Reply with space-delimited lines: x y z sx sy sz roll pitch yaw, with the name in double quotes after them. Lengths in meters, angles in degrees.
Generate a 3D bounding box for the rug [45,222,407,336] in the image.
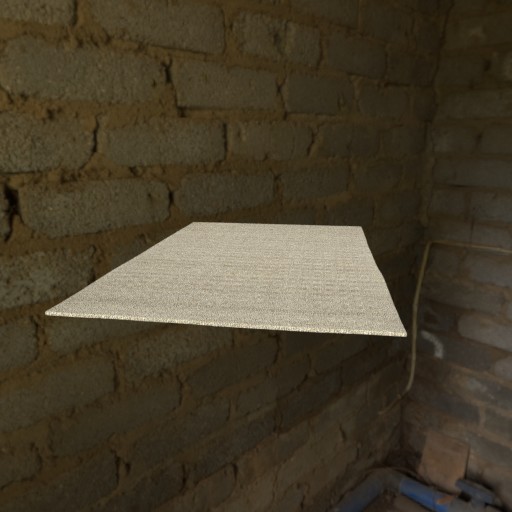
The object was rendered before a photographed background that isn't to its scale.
0.000 0.000 2.921 1.532 0.018 2.297 2 14 8 "rug"
